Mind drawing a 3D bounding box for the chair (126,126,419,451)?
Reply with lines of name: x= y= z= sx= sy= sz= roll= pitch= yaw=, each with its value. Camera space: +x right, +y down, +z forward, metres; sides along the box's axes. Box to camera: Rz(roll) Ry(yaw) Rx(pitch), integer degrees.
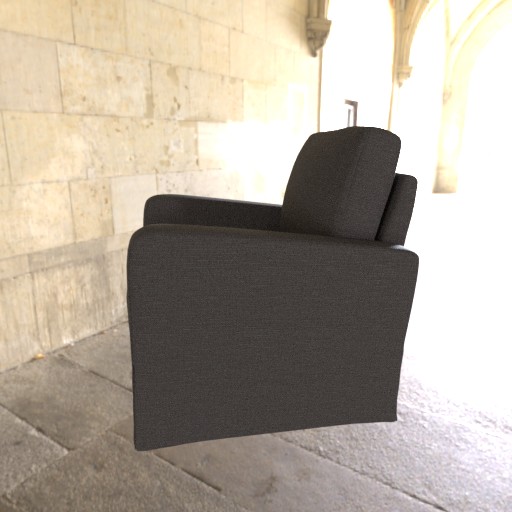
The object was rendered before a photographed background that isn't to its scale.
chair: x=0.000 y=0.000 z=1.526 sx=0.863 sy=0.855 sz=0.798 roll=-3 pitch=15 yaw=-10
